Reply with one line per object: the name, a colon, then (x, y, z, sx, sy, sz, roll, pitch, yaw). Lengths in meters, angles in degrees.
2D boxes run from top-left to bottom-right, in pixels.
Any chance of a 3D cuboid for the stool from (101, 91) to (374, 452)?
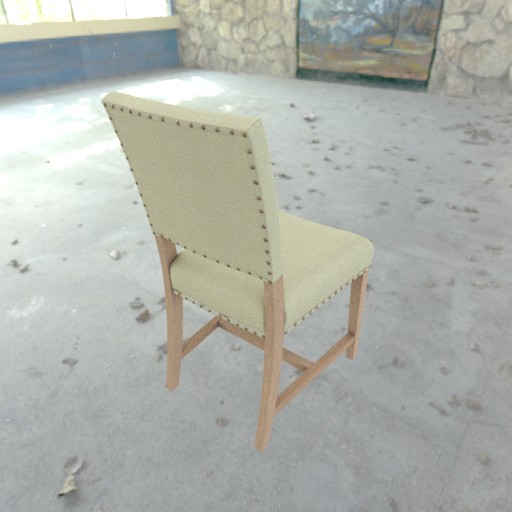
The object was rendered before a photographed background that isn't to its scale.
stool: (0.000, 0.000, 1.348, 0.508, 0.986, 0.623, 21, 37, 31)
